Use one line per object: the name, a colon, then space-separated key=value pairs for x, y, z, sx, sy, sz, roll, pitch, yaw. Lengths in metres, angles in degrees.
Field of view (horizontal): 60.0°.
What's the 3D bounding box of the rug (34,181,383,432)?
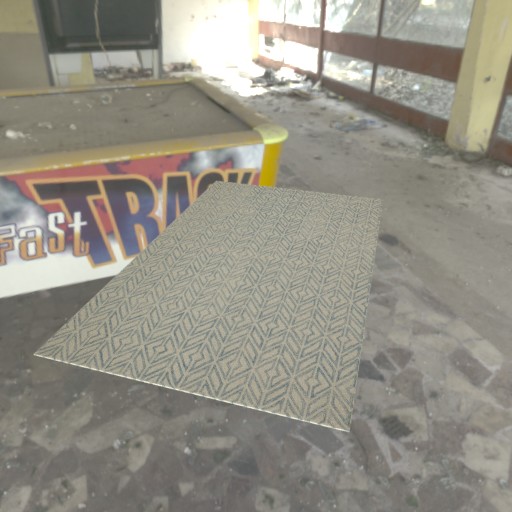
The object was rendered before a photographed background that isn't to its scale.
rug: x=0.000 y=0.000 z=2.975 sx=1.526 sy=0.008 sz=2.441 roll=9 pitch=32 yaw=15
